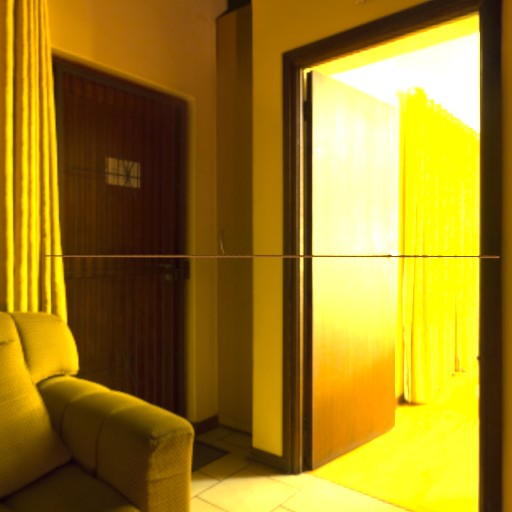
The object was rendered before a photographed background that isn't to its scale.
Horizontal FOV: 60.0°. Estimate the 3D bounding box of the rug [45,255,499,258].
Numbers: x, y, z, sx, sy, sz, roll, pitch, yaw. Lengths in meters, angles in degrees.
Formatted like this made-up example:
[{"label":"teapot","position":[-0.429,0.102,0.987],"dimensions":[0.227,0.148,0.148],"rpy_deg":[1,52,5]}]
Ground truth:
[{"label":"rug","position":[0.000,0.000,2.623],"dimensions":[2.435,0.009,0.750],"rpy_deg":[0,0,19]}]
